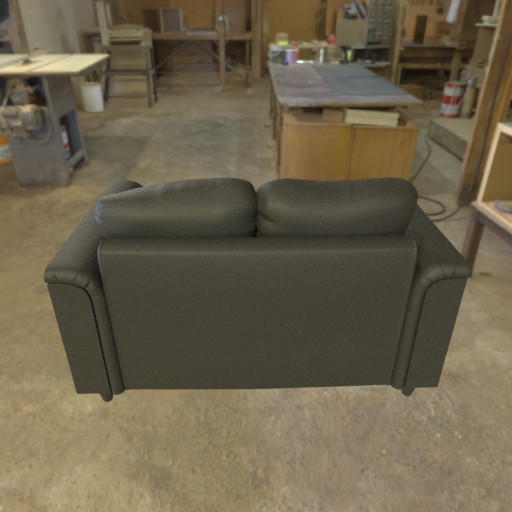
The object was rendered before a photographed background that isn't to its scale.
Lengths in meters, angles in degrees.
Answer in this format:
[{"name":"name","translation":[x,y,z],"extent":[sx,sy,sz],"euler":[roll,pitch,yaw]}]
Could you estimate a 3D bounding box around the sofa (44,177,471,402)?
[{"name":"sofa","translation":[0.000,0.000,1.896],"extent":[1.386,0.845,0.887],"euler":[-1,30,-1]}]
